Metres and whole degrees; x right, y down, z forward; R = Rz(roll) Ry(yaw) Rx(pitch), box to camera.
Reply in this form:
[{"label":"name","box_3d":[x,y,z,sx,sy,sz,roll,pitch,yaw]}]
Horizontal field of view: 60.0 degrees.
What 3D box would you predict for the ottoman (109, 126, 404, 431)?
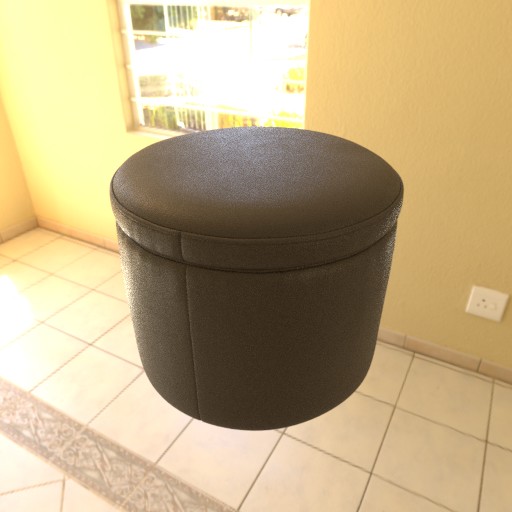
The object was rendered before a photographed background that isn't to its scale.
[{"label":"ottoman","box_3d":[0.000,0.000,0.859,0.500,0.409,0.500,0,31,0]}]
